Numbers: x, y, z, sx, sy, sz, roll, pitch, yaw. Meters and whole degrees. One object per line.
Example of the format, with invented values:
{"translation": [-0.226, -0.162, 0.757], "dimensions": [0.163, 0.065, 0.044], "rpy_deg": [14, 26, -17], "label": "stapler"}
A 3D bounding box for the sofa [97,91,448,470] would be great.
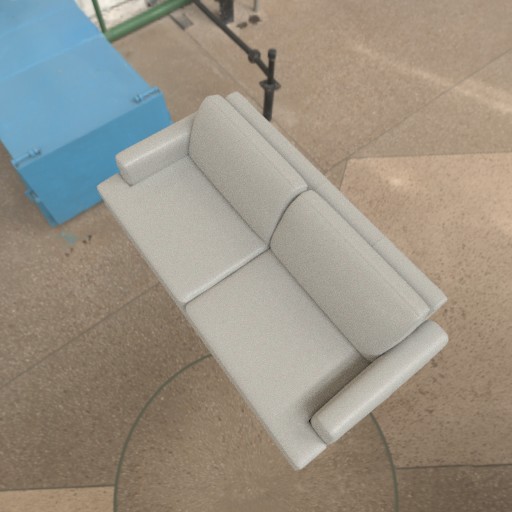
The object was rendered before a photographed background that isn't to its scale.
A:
{"translation": [0.000, 0.000, 2.423], "dimensions": [0.974, 0.765, 1.940], "rpy_deg": [-34, 68, -16], "label": "sofa"}
